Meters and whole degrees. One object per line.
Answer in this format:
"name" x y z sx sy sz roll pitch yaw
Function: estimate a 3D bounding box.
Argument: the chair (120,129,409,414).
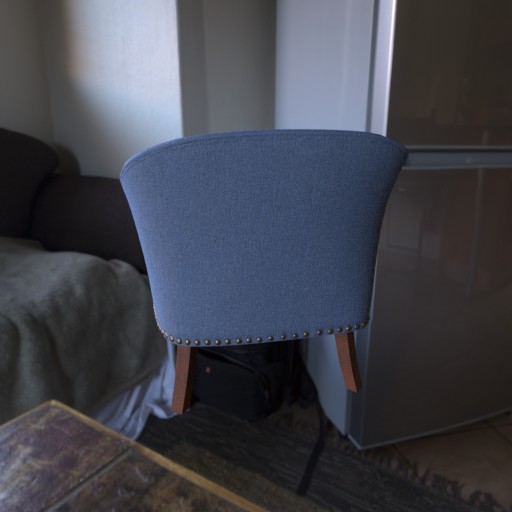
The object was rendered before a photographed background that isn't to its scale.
"chair" 0.000 0.000 1.464 0.798 0.815 0.704 -3 17 -11
